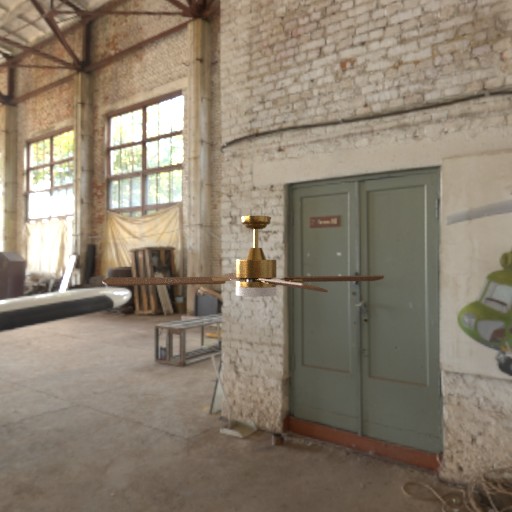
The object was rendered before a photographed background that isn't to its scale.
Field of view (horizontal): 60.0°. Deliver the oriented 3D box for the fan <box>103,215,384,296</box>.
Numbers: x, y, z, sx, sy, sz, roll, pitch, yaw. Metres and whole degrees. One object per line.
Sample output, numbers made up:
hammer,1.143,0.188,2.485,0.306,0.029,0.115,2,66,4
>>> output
fan,0.000,0.000,2.020,1.320,0.355,1.320,0,-1,-17
